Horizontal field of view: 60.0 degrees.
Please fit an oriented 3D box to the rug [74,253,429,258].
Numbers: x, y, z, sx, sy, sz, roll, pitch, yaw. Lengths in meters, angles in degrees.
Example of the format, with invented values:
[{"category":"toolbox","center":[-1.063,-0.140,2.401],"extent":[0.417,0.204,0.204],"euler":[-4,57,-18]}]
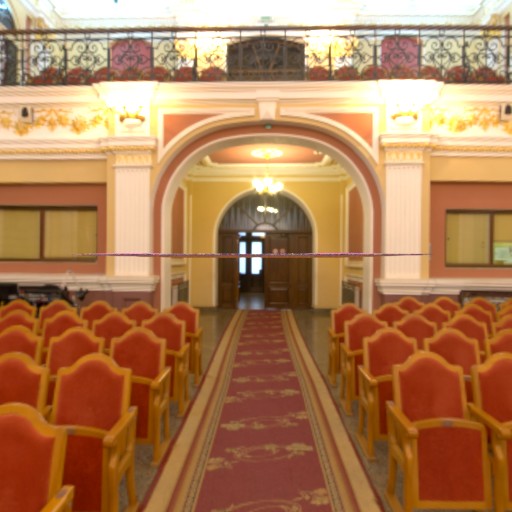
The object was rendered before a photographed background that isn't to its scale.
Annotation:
[{"category":"rug","center":[0.000,0.000,3.021],"extent":[1.539,0.013,2.350],"euler":[0,-1,2]}]
